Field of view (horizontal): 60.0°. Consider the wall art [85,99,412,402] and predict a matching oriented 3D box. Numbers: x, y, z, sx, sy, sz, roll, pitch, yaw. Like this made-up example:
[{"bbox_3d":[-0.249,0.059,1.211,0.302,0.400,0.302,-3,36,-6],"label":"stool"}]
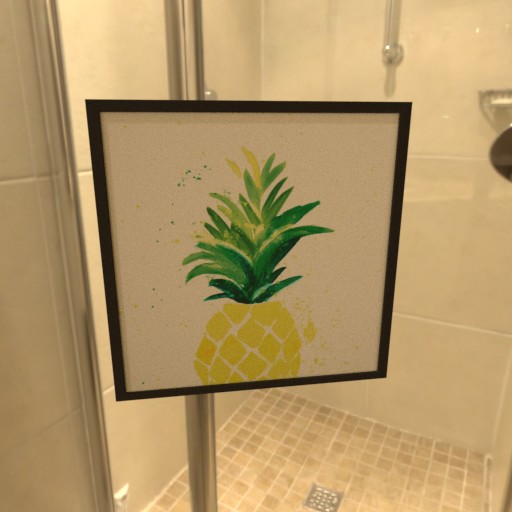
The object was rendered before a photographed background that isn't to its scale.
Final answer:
[{"bbox_3d":[0.000,0.000,0.768,0.508,0.507,0.033,-2,17,-8],"label":"wall art"}]
